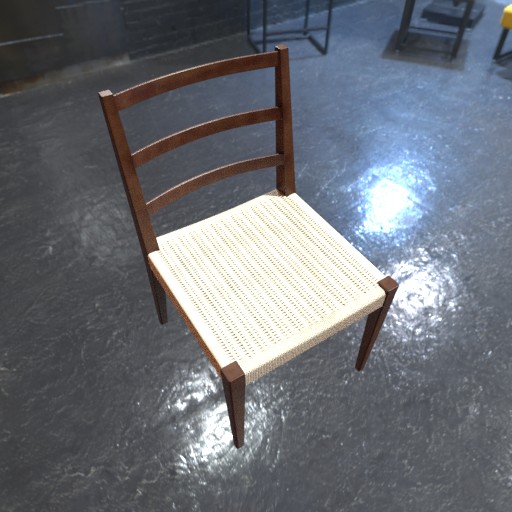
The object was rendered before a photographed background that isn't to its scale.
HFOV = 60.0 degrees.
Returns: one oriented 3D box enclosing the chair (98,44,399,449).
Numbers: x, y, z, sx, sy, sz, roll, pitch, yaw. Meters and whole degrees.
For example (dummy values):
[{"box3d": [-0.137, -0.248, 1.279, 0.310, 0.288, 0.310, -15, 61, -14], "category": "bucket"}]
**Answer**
[{"box3d": [0.000, 0.000, 1.154, 0.480, 0.813, 0.551, -25, 52, -21], "category": "chair"}]
